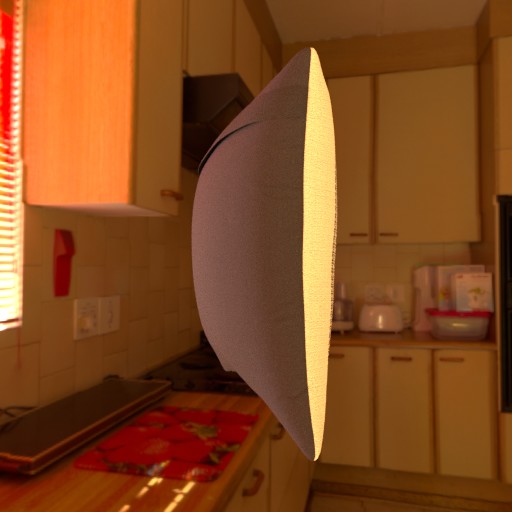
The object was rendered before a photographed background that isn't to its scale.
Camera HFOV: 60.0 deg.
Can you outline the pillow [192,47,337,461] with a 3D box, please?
[{"bbox_3d":[0.000,0.000,0.621,0.173,0.406,0.405,0,-1,-16],"label":"pillow"}]
